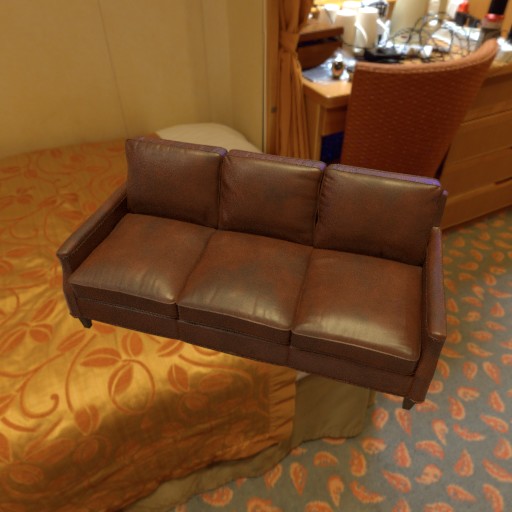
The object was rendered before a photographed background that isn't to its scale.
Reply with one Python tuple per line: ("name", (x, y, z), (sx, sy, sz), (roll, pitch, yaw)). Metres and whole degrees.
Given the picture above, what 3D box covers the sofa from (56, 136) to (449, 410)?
("sofa", (0.000, 0.000, 2.805), (2.240, 1.003, 1.084), (11, 43, 12))
